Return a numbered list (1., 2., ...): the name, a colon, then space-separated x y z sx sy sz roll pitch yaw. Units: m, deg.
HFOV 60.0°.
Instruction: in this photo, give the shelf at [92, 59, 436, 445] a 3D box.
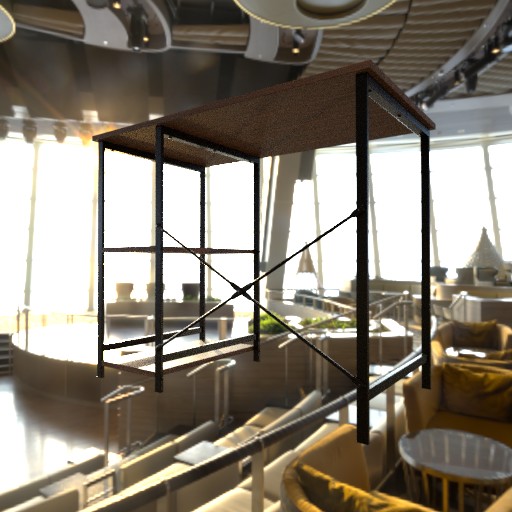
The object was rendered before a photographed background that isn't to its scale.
1. shelf: 0.000 0.000 1.317 0.902 0.750 0.498 -1 -1 36
